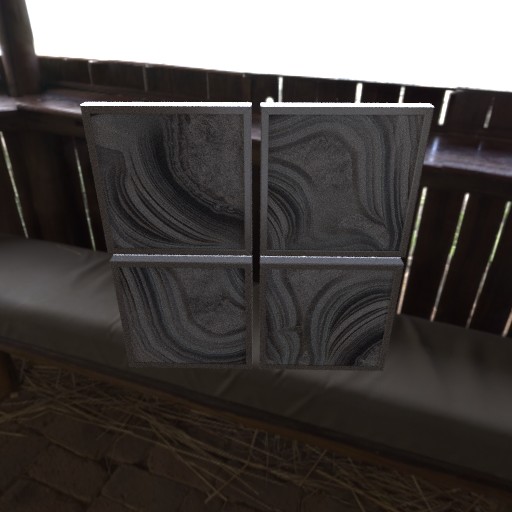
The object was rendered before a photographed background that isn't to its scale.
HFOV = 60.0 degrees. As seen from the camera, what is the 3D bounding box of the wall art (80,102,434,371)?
[{"bbox_3d":[0.000,0.000,0.928,0.611,0.611,0.029,1,30,1],"label":"wall art"}]
